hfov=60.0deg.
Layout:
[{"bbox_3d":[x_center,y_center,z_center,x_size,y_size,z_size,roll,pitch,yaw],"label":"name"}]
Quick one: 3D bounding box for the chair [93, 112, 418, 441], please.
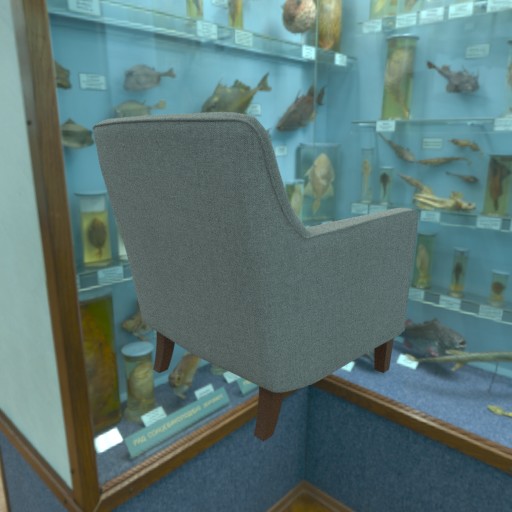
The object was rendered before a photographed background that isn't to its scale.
[{"bbox_3d":[0.000,0.000,1.782,0.993,1.047,0.887,-14,20,-43],"label":"chair"}]
